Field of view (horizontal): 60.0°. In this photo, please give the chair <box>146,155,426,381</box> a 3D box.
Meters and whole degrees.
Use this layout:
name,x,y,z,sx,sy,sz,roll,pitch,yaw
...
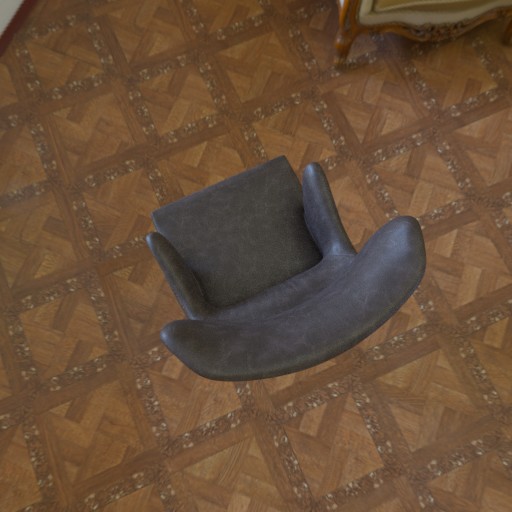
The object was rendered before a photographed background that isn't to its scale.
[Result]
name,x,y,z,sx,sy,sz,roll,pitch,yaw
chair,0.000,0.000,1.424,0.594,1.037,0.717,-25,78,-6
